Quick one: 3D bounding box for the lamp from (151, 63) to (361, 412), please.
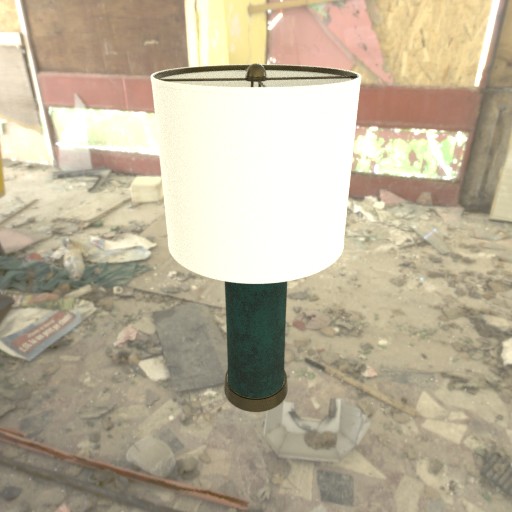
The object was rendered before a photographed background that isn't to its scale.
[{"bbox_3d":[0.000,0.000,0.788,0.301,0.630,0.301,20,34,32],"label":"lamp"}]
